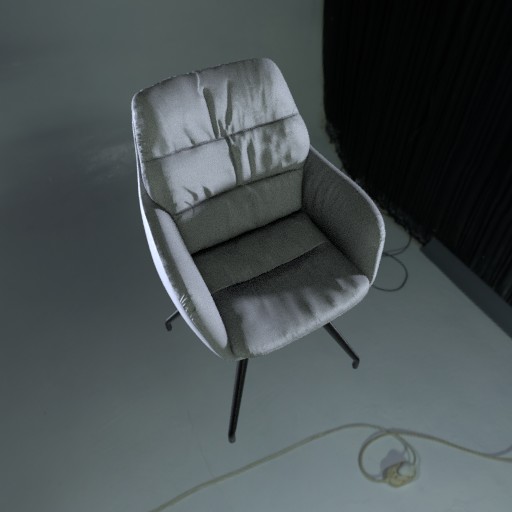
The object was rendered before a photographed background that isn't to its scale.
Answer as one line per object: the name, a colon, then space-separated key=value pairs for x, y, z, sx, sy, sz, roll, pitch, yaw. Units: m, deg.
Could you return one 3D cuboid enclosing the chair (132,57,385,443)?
chair: x=0.000 y=0.000 z=1.252 sx=0.579 sy=0.888 sz=0.569 roll=-24 pitch=51 yaw=-21
